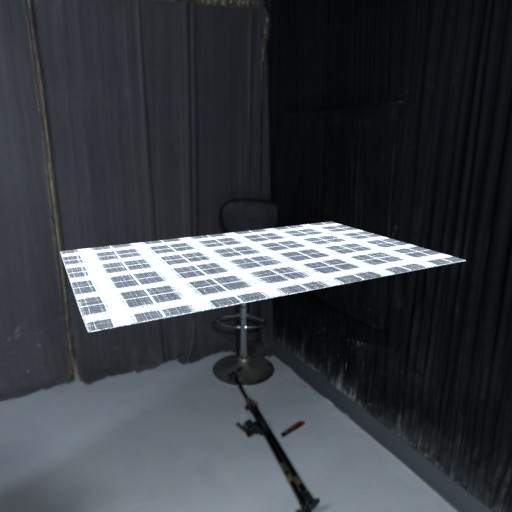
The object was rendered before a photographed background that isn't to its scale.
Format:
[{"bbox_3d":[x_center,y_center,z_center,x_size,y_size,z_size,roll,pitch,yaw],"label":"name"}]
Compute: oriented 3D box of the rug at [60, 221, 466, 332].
[{"bbox_3d":[0.000,0.000,3.111,2.434,0.015,1.520,-8,17,-26],"label":"rug"}]
